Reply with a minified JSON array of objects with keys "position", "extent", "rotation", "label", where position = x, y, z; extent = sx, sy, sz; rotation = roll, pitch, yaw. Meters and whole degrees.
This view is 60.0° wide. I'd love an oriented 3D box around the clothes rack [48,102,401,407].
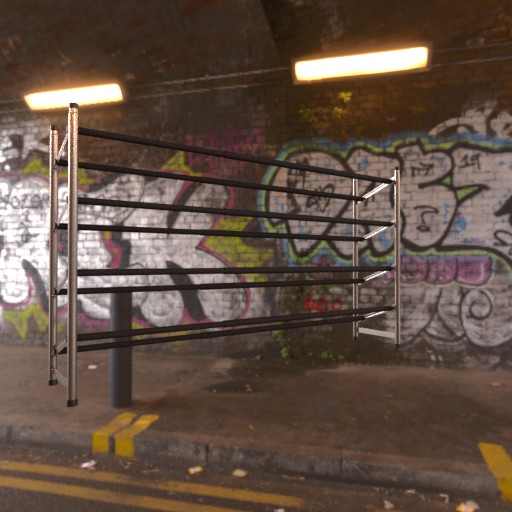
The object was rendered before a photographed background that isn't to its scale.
[{"position":[0.000,0.000,1.399],"extent":[1.168,0.672,0.229],"rotation":[1,-1,-35],"label":"clothes rack"}]
